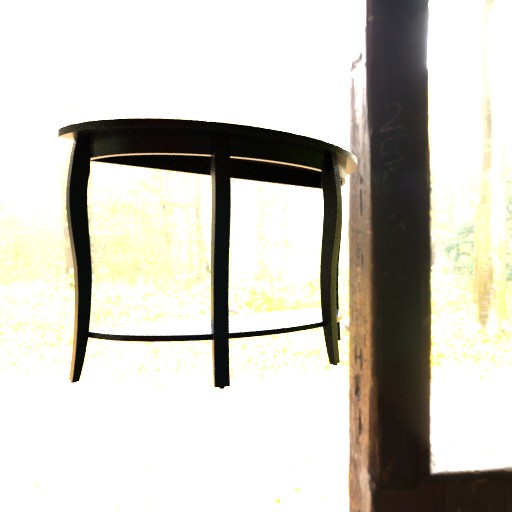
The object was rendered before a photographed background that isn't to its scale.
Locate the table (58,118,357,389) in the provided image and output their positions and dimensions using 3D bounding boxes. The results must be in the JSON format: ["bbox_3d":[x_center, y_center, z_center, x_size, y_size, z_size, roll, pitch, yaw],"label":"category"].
[{"bbox_3d":[0.000,0.000,1.561,1.219,0.780,0.394,0,0,-35],"label":"table"}]
